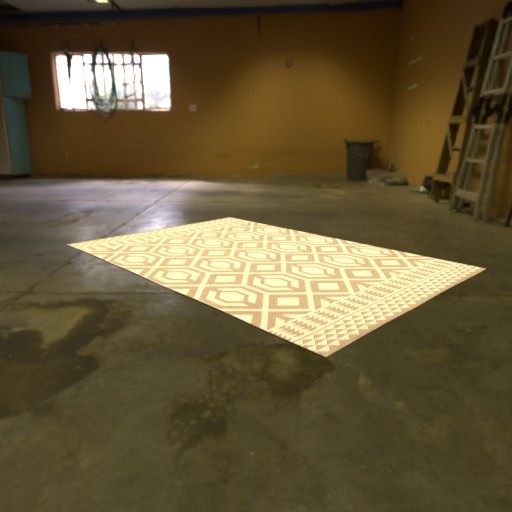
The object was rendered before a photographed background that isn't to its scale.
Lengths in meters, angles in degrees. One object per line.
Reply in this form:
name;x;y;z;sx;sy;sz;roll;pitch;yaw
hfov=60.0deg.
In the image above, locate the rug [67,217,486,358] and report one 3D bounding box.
rug;0.000;0.000;2.295;1.219;0.008;1.829;-14;21;-42
